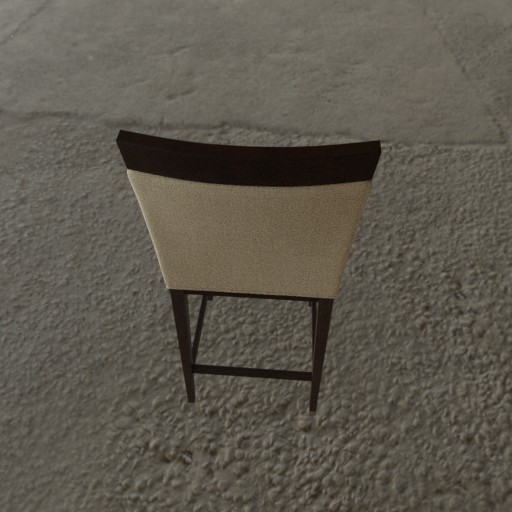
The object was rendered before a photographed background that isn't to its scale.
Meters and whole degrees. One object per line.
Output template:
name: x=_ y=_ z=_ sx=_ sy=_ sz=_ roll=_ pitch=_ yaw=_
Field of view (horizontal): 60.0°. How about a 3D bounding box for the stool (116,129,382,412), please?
stool: x=0.000 y=0.000 z=1.402 sx=0.511 sy=1.117 sz=0.531 roll=3 pitch=47 yaw=3
